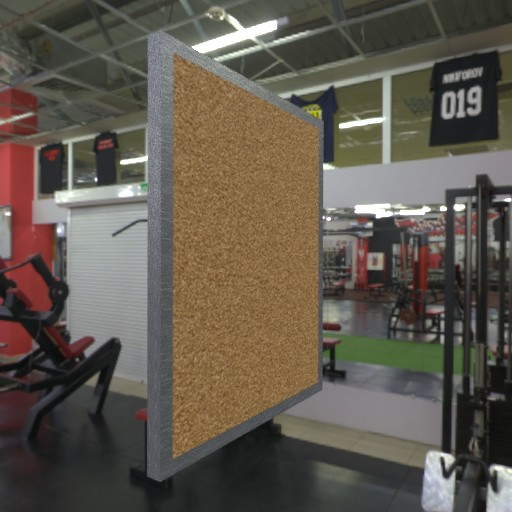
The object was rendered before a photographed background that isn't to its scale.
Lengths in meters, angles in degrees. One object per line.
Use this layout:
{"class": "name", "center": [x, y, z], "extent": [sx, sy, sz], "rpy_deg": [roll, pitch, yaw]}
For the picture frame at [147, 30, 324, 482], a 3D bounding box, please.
{"class": "picture frame", "center": [0.000, 0.000, 0.742], "extent": [0.029, 0.559, 0.454], "rpy_deg": [0, 0, 35]}
